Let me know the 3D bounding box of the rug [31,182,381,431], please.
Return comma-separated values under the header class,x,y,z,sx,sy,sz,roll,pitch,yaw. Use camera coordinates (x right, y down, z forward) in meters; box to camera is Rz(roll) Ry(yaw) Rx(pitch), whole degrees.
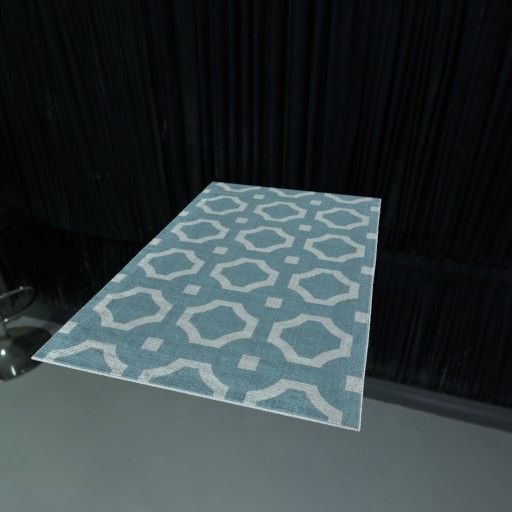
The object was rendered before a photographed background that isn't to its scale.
class,x,y,z,sx,sy,sz,roll,pitch,yaw
rug,0.000,0.000,2.932,1.528,0.015,2.443,8,31,13
